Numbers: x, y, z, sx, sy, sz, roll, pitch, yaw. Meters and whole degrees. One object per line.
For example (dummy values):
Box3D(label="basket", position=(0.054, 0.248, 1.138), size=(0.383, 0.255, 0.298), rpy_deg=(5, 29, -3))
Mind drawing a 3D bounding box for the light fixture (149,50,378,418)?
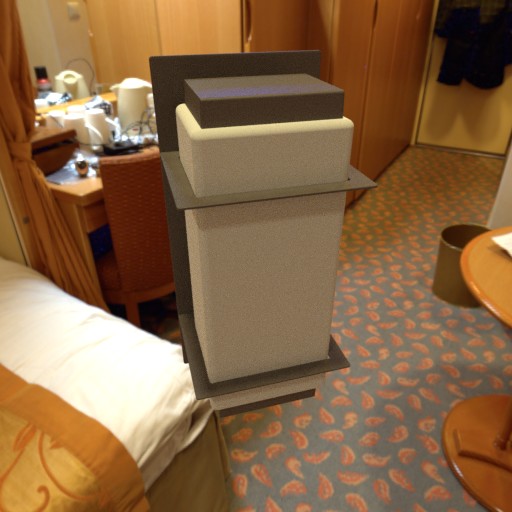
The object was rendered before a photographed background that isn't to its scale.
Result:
Box3D(label="light fixture", position=(0.000, 0.000, 0.428), size=(0.153, 0.347, 0.146), rpy_deg=(-8, 32, -14))
